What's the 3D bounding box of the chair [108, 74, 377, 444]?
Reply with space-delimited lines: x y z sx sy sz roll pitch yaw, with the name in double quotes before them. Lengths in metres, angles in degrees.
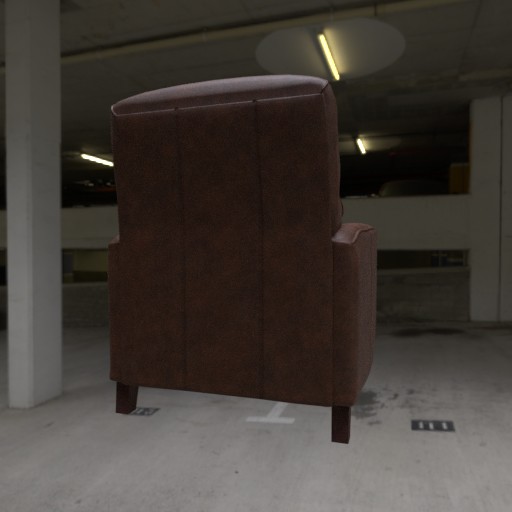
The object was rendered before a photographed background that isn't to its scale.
"chair" 0.000 0.000 1.625 0.839 1.010 0.850 0 1 18
